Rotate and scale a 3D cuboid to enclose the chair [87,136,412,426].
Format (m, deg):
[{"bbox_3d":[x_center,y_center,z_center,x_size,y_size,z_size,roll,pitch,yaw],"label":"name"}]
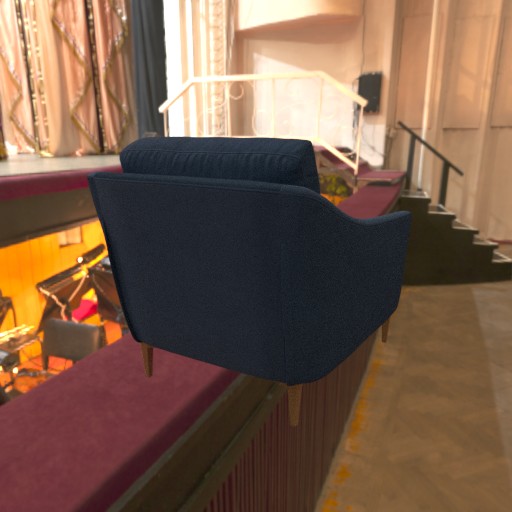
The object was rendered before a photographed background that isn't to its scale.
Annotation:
[{"bbox_3d":[0.000,0.000,1.716,0.987,0.899,0.961,9,18,27],"label":"chair"}]
